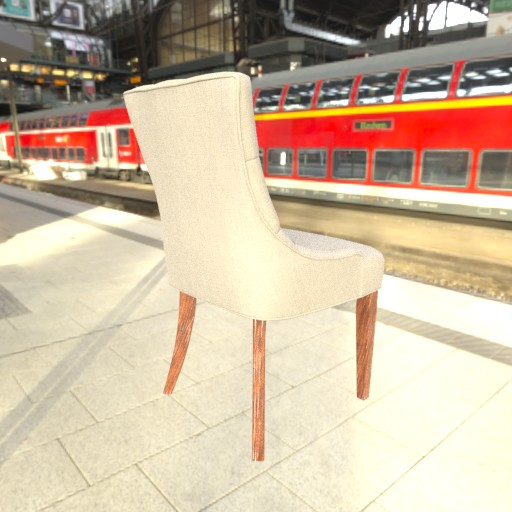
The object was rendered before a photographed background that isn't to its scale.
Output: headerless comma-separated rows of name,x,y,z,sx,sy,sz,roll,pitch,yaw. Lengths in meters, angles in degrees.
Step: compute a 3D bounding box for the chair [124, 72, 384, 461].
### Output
chair,0.000,0.000,1.230,0.565,0.874,0.509,-13,19,-41
